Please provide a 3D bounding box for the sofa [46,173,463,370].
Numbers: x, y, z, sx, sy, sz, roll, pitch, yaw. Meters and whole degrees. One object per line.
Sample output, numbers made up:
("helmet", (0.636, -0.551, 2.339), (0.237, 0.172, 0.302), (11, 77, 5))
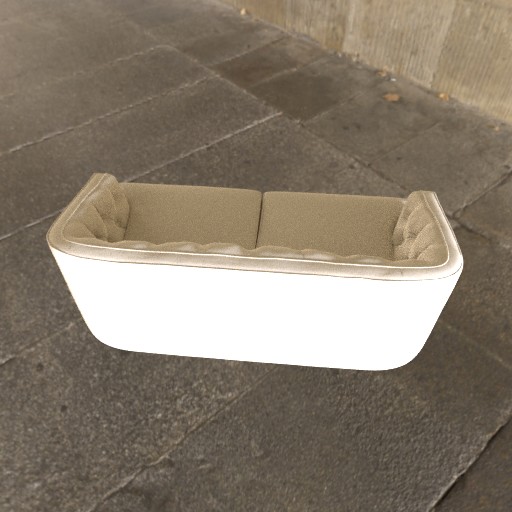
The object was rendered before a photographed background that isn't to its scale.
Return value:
("sofa", (0.000, 0.000, 2.248), (1.733, 0.855, 0.941), (4, 47, 4))
